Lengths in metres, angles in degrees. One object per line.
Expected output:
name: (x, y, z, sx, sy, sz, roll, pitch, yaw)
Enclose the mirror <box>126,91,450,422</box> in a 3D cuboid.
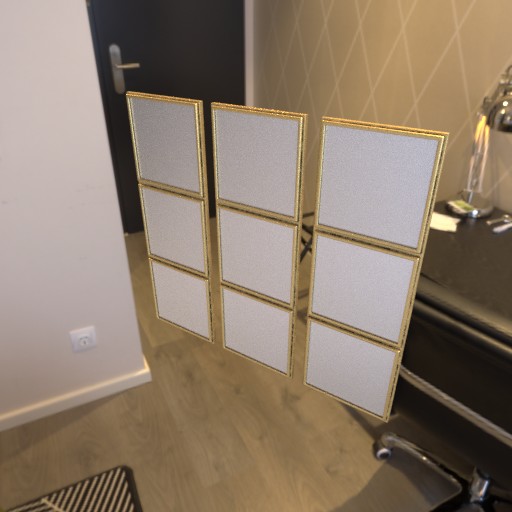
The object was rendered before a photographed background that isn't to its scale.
mirror: (0.000, 0.000, 1.443, 1.011, 0.926, 0.023, 18, 34, 28)
